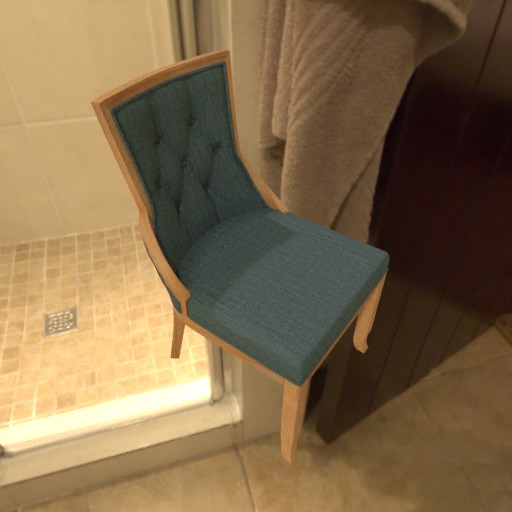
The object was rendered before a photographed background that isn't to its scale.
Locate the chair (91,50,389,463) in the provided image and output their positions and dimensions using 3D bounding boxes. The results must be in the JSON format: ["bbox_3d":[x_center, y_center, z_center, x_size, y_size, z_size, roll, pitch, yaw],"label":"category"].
[{"bbox_3d":[0.000,0.000,1.305,0.641,0.947,0.524,26,48,26],"label":"chair"}]
